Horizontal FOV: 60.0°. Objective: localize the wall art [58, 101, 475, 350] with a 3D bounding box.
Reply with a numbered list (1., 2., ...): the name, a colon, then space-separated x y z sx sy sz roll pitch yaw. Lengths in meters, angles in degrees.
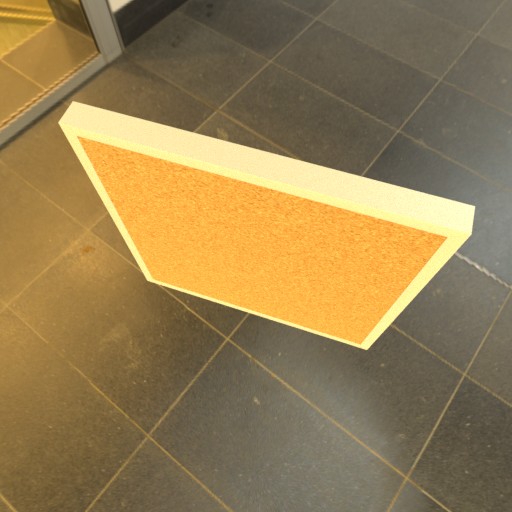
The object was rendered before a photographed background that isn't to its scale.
1. wall art: 0.000 0.000 0.752 0.506 0.505 0.038 17 65 8
